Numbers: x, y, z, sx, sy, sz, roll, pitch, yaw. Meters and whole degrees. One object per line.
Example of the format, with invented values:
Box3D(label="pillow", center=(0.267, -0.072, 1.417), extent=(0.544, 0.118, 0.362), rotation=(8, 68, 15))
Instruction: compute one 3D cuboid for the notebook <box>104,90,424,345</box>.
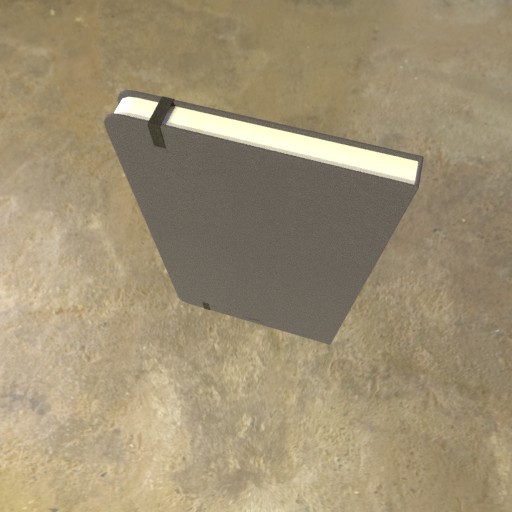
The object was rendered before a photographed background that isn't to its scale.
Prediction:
Box3D(label="notebook", center=(0.000, 0.000, 0.266), extent=(0.127, 0.213, 0.016), rotation=(15, 65, 7))
